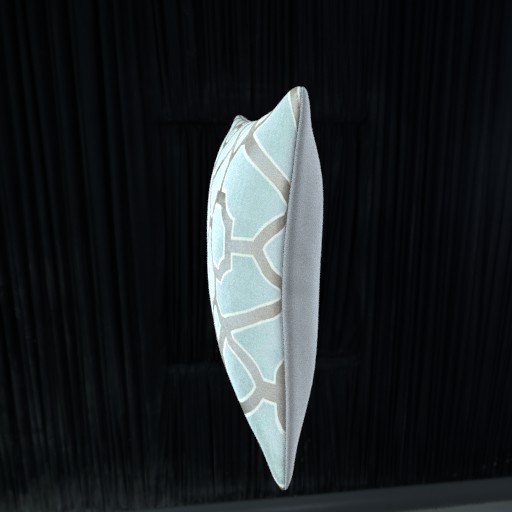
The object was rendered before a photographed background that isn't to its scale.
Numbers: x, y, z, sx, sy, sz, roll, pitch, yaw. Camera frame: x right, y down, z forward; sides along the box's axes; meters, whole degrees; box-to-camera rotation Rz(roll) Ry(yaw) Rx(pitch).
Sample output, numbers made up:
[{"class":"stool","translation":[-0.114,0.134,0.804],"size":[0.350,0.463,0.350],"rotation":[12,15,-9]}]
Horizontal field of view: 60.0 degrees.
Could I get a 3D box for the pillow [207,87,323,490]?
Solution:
[{"class":"pillow","translation":[0.000,0.000,0.789],"size":[0.166,0.508,0.552],"rotation":[-2,15,-9]}]
